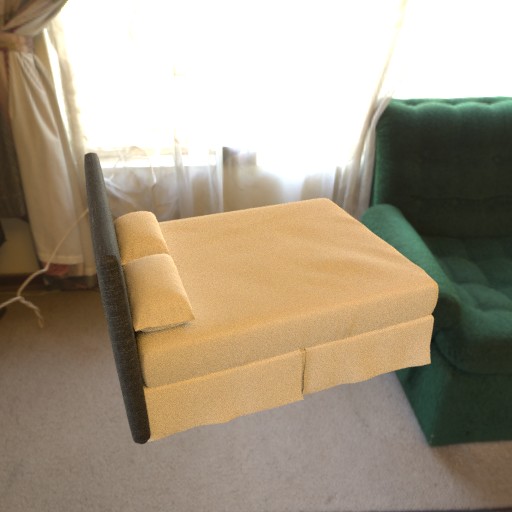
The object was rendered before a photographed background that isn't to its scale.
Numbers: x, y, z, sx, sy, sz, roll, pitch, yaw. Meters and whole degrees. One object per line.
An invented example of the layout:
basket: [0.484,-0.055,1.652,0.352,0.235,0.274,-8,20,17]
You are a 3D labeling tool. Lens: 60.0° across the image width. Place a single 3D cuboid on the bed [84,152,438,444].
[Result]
bed: [0.000,0.000,3.248,2.142,1.330,1.723,-11,32,-17]
